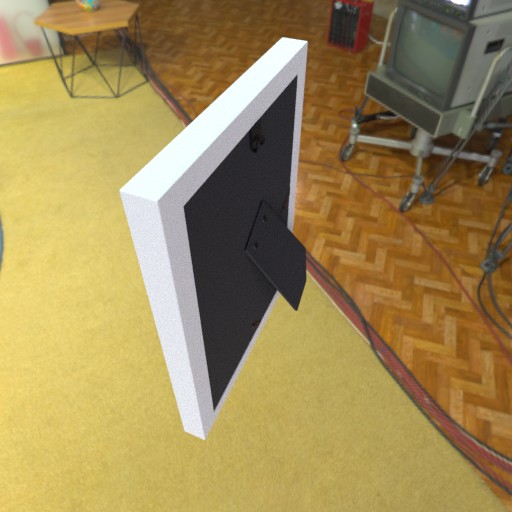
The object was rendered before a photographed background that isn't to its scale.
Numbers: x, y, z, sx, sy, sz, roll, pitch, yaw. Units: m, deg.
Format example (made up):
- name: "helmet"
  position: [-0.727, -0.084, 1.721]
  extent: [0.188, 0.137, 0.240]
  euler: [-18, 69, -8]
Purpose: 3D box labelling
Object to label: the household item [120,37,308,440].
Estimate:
- name: "household item"
  position: [0.000, 0.000, 0.341]
  extent: [0.045, 0.250, 0.200]
  euler: [17, 48, 16]
